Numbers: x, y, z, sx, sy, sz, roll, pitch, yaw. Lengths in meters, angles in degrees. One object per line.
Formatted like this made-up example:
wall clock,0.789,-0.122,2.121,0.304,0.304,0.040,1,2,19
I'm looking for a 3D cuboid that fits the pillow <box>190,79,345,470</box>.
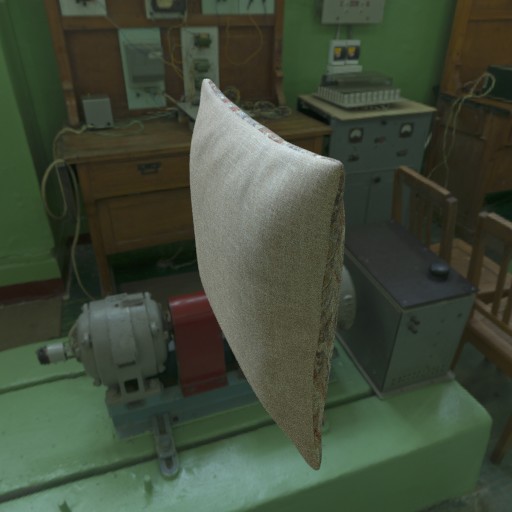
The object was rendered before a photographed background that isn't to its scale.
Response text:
pillow,0.000,0.000,0.777,0.166,0.506,0.523,-11,33,-18
